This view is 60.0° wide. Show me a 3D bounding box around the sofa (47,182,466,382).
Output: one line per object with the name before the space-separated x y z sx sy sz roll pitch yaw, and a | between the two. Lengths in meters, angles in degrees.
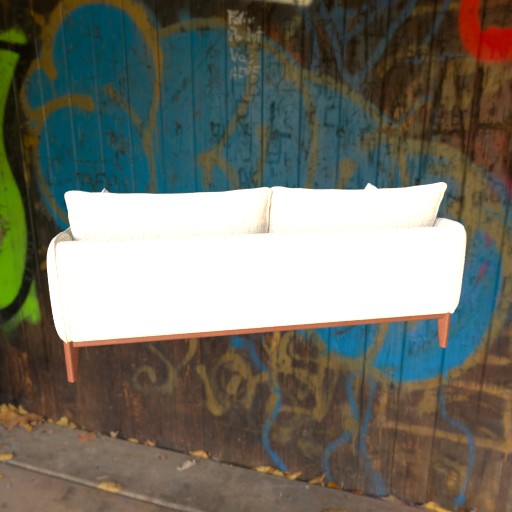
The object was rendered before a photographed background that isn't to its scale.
sofa | 0.000 0.000 2.496 1.989 0.860 0.991 -3 15 -10
